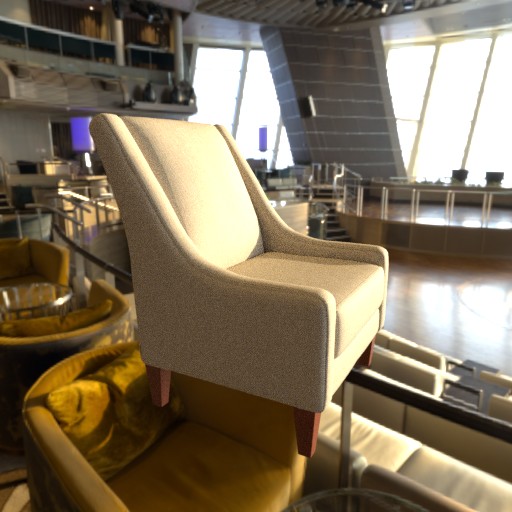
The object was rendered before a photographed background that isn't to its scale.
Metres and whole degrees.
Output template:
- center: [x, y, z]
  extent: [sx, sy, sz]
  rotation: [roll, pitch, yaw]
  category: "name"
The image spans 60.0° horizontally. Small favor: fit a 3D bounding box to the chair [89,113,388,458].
- center: [0.000, 0.000, 1.681]
  extent: [0.870, 1.014, 0.774]
  rotation: [7, 15, 28]
  category: "chair"
